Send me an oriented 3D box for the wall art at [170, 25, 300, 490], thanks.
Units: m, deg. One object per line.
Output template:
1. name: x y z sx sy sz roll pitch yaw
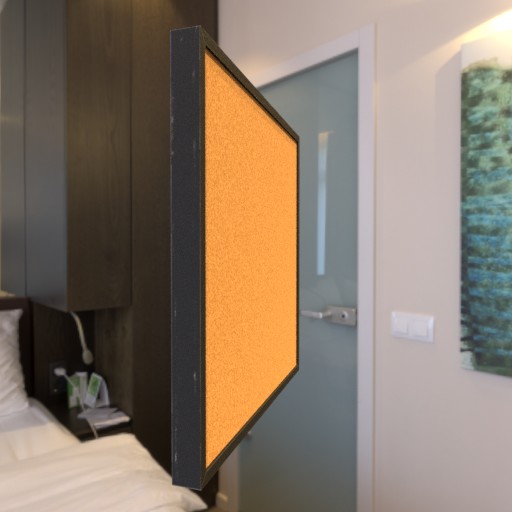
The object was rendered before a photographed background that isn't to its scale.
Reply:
1. wall art: 0.000 0.000 0.728 0.036 0.506 0.506 0 1 18
